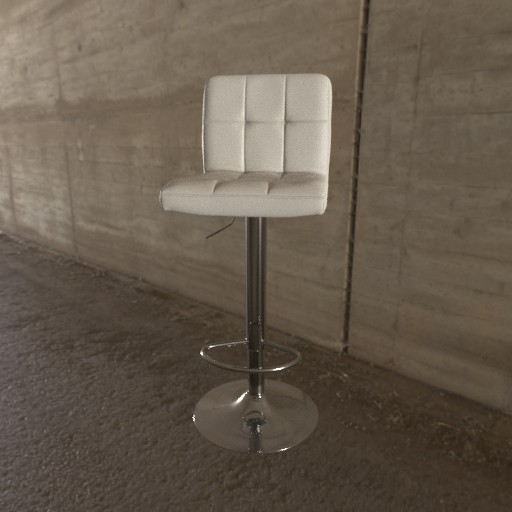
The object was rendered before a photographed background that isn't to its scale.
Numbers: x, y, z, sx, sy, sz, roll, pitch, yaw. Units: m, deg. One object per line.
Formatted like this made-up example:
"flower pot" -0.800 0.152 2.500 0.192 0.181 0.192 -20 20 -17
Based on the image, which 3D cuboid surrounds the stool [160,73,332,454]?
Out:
"stool" 0.000 0.000 1.379 0.430 1.115 0.505 2 15 9
